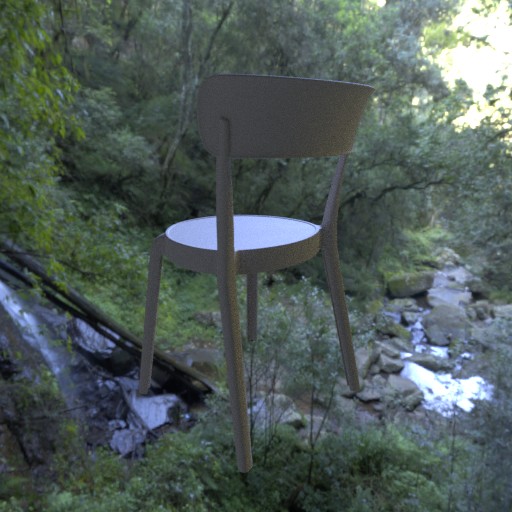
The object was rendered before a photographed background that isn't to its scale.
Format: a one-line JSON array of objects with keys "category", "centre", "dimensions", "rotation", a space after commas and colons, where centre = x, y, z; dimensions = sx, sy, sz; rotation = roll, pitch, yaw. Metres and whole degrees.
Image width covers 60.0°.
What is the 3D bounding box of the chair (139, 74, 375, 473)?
[{"category": "chair", "centre": [0.000, 0.000, 1.110], "dimensions": [0.491, 0.790, 0.506], "rotation": [16, 22, 43]}]
